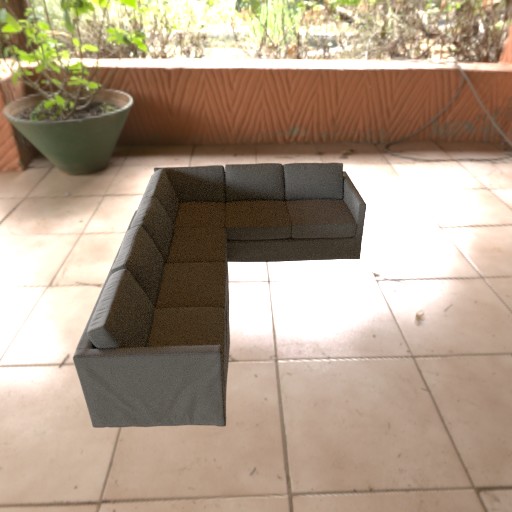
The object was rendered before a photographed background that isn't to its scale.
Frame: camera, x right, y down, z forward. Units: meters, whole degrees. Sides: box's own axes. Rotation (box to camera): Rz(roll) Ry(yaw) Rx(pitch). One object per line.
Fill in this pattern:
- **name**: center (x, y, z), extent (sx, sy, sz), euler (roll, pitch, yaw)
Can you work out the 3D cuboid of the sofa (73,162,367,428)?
- **sofa**: center (0.000, 0.000, 4.255), extent (2.432, 0.871, 3.182), euler (-1, 31, -2)
